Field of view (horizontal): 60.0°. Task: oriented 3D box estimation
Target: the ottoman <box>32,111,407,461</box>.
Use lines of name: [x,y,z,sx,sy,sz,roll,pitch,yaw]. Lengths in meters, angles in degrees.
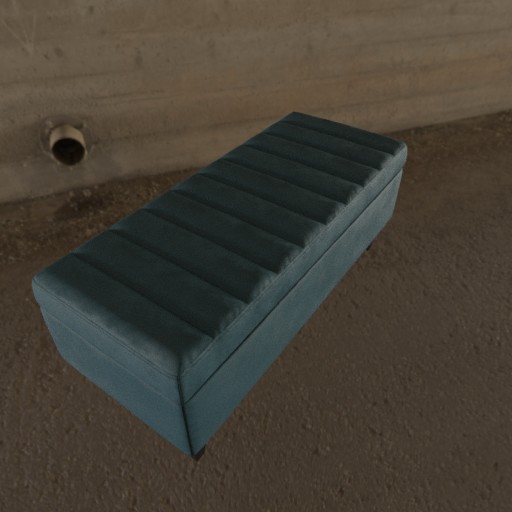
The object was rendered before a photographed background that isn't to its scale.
ottoman: [0.000,0.000,1.390,0.482,0.469,1.151,25,47,26]
